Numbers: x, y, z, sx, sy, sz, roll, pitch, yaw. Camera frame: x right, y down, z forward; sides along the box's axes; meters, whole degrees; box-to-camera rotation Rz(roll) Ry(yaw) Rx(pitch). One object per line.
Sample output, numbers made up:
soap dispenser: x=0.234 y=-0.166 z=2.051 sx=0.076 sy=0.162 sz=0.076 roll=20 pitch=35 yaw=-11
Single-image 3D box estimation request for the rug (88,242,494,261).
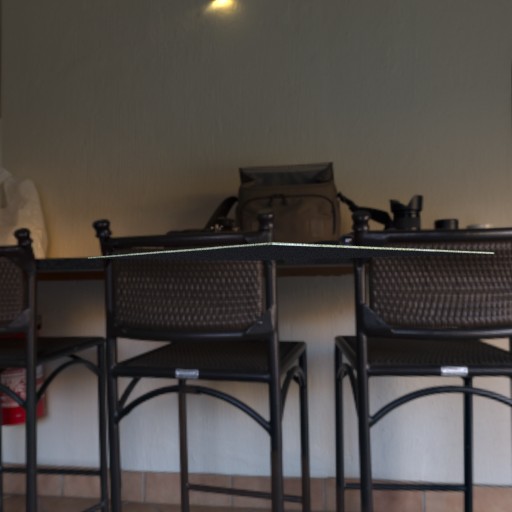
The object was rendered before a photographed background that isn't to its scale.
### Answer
rug: x=0.000 y=0.000 z=2.176 sx=1.143 sy=0.006 sz=1.747 roll=1 pitch=-2 yaw=-35
